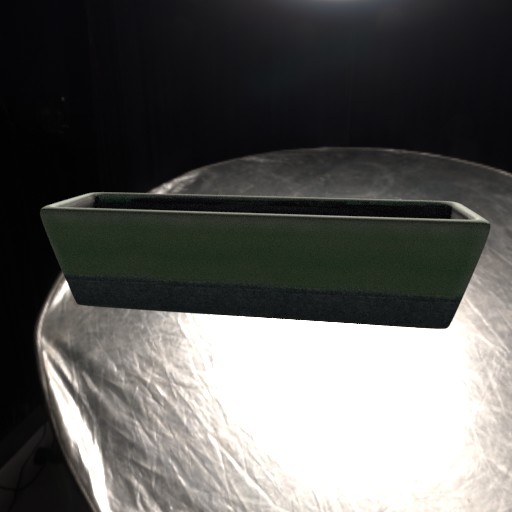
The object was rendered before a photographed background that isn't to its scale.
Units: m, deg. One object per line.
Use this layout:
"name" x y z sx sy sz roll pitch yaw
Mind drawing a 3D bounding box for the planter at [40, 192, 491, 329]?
"planter" 0.000 0.000 0.305 0.275 0.072 0.072 3 17 9
